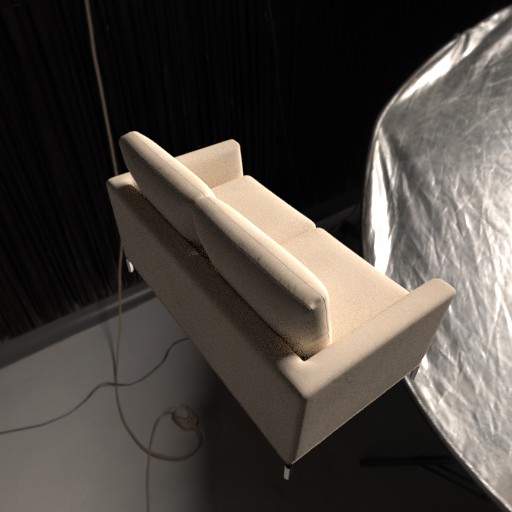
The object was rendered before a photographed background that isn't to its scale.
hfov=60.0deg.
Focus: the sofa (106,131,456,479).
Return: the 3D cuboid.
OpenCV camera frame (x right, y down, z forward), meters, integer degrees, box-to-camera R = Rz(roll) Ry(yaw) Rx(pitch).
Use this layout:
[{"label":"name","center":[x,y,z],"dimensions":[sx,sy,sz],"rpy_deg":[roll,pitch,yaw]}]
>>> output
[{"label":"sofa","center":[0.000,0.000,2.356],"dimensions":[0.906,0.995,1.739],"rpy_deg":[-26,48,-26]}]
